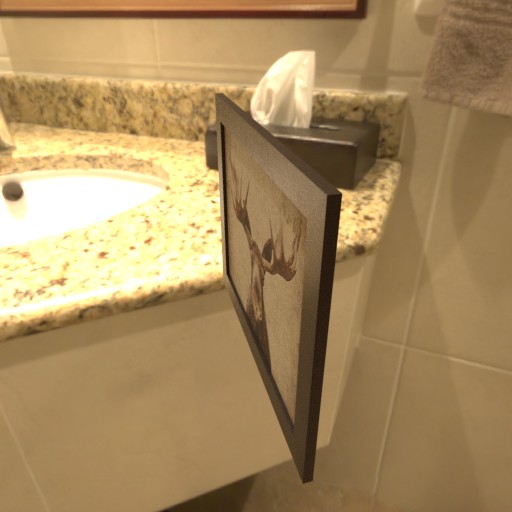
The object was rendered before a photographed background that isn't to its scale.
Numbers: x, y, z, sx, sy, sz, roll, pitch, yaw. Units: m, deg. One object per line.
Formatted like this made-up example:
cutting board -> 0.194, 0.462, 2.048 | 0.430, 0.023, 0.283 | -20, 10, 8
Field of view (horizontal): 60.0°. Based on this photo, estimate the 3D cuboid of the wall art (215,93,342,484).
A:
wall art -> 0.000, 0.000, 1.641 | 0.034, 0.952, 1.207 | -8, 31, -13
